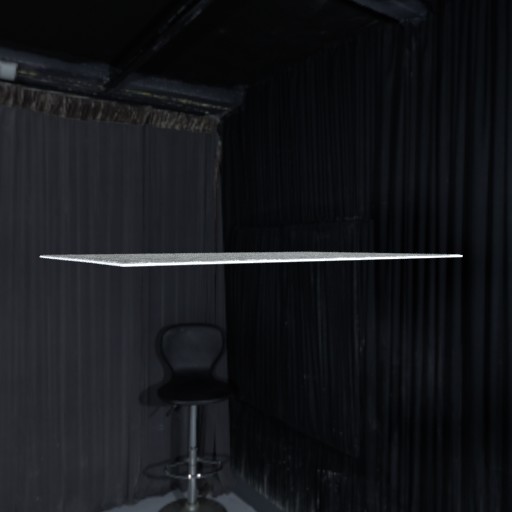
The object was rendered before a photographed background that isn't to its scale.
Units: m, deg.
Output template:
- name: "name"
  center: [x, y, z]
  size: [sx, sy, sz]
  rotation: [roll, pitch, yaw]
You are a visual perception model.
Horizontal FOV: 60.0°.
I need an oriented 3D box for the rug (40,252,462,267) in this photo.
- name: "rug"
  center: [0.000, 0.000, 3.448]
  size: [2.746, 0.018, 1.819]
  rotation: [-1, 2, -36]
